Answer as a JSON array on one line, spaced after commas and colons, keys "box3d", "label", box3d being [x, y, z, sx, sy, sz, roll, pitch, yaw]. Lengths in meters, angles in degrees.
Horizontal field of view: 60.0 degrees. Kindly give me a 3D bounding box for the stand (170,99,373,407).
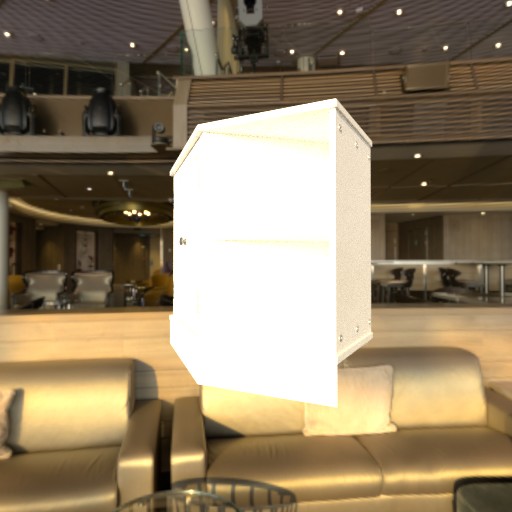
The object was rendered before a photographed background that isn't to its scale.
[{"box3d": [0.000, 0.000, 1.389, 0.477, 0.614, 1.072, 0, -1, -17], "label": "stand"}]
